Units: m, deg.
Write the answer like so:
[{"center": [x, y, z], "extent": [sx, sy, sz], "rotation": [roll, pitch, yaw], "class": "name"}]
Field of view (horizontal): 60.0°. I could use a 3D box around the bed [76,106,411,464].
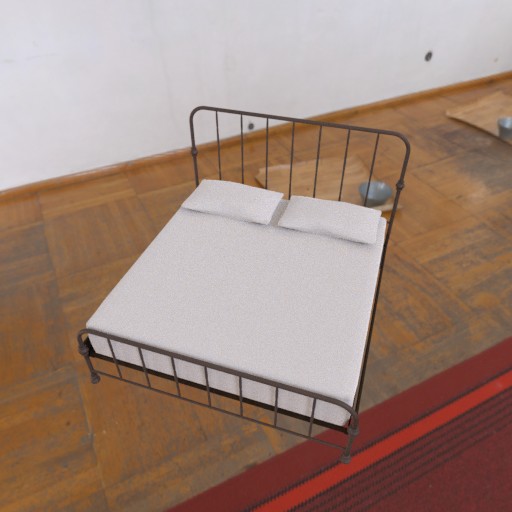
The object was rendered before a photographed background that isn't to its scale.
[{"center": [0.000, 0.000, 3.526], "extent": [2.044, 1.446, 2.134], "rotation": [12, 42, 14], "class": "bed"}]
